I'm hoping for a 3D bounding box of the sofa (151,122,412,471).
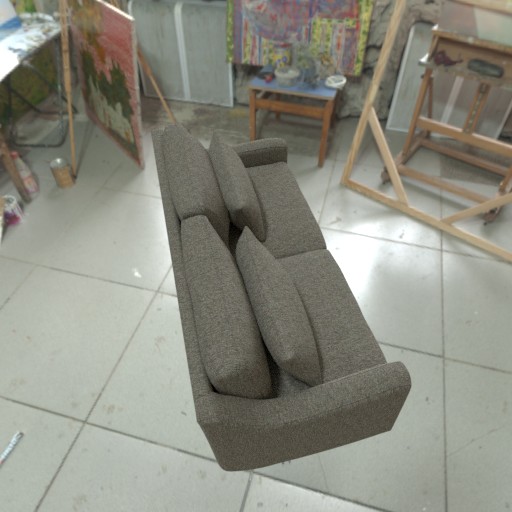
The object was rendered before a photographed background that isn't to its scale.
[{"bbox_3d":[0.000,0.000,2.998,1.103,0.998,2.418,-10,48,-9],"label":"sofa"}]
